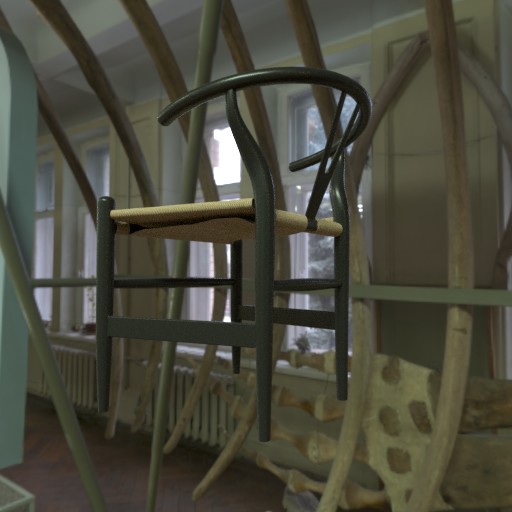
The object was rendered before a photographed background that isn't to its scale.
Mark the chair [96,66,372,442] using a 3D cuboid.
[{"bbox_3d":[0.000,0.000,1.112,0.570,0.739,0.570,-2,-3,36],"label":"chair"}]
